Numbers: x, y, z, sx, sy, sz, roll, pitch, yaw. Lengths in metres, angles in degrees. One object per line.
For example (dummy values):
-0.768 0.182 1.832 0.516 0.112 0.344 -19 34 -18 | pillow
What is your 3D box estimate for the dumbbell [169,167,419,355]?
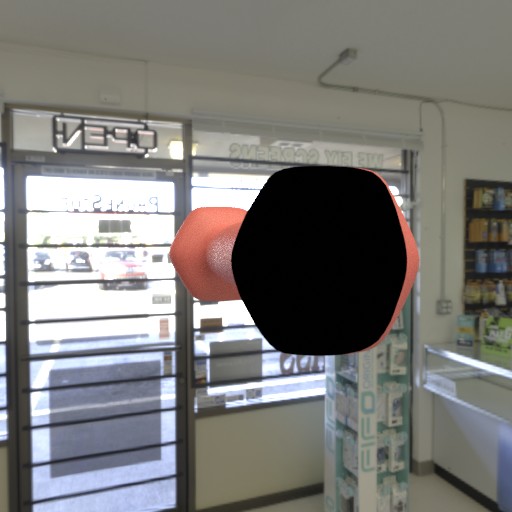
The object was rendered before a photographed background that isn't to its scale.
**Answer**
0.000 0.000 0.152 0.047 0.043 0.123 0 1 -18 | dumbbell
